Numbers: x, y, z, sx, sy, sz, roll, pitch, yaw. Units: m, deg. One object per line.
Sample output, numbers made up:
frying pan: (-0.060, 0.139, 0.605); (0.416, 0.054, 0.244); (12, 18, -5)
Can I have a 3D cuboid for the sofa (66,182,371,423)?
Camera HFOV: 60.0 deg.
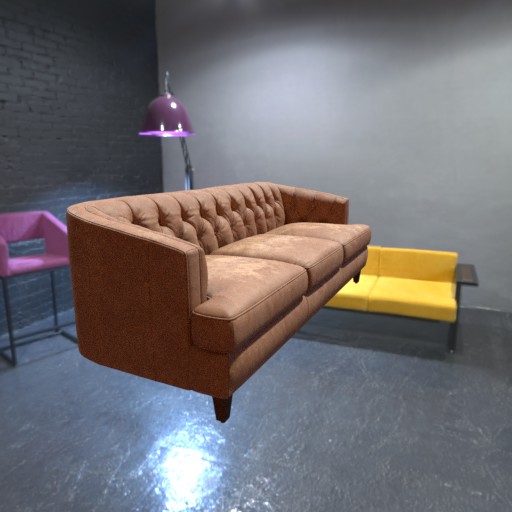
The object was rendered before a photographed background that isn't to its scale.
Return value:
sofa: (0.000, 0.000, 2.660); (0.922, 0.791, 2.257); (6, 14, 25)
